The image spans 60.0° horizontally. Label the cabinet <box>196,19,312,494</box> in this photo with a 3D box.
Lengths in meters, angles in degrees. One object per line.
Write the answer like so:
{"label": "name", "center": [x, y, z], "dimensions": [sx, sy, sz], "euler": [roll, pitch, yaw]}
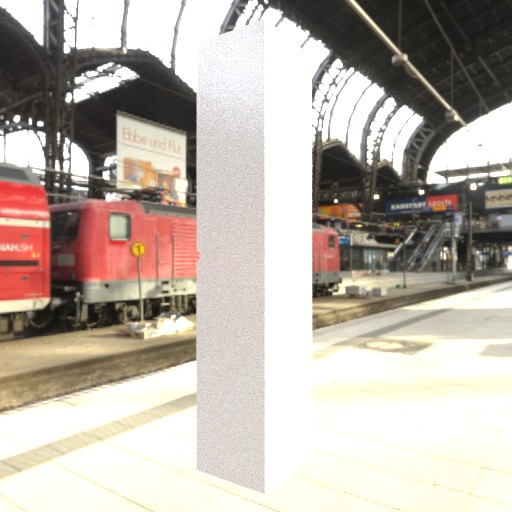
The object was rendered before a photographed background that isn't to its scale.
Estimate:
{"label": "cabinet", "center": [0.000, 0.000, 1.504], "dimensions": [0.269, 1.400, 0.300], "euler": [0, -1, 34]}
